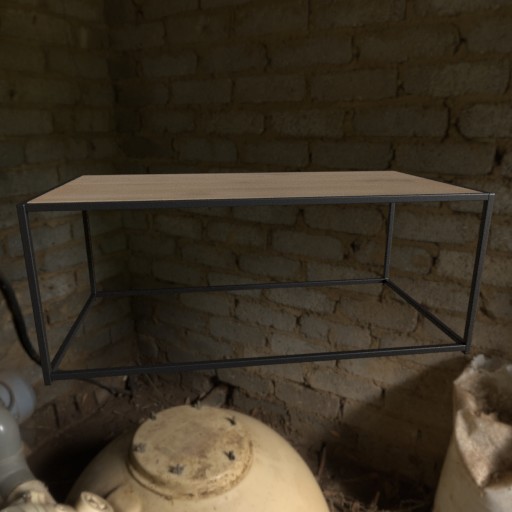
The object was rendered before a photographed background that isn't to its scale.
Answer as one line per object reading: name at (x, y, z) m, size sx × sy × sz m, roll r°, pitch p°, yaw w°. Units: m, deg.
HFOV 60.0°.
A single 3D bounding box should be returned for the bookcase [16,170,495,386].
bookcase at (0.000, 0.000, 1.210) m, size 1.000 × 0.400 × 0.500 m, roll -2°, pitch 17°, yaw -8°
